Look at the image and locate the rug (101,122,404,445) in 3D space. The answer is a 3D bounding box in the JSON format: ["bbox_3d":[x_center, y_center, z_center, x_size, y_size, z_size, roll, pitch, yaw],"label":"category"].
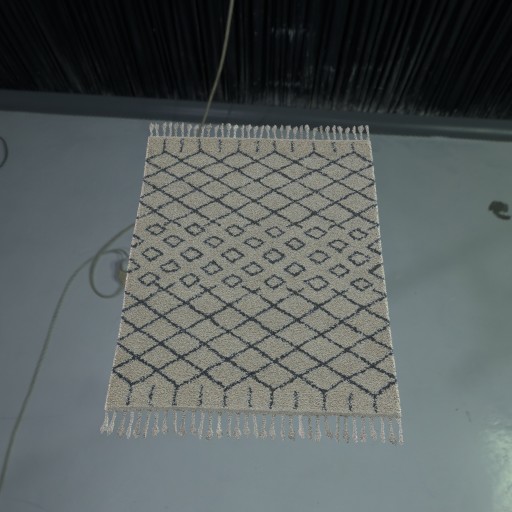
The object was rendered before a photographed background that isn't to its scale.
[{"bbox_3d":[0.000,0.000,4.153,2.388,0.030,3.213,1,64,1],"label":"rug"}]
